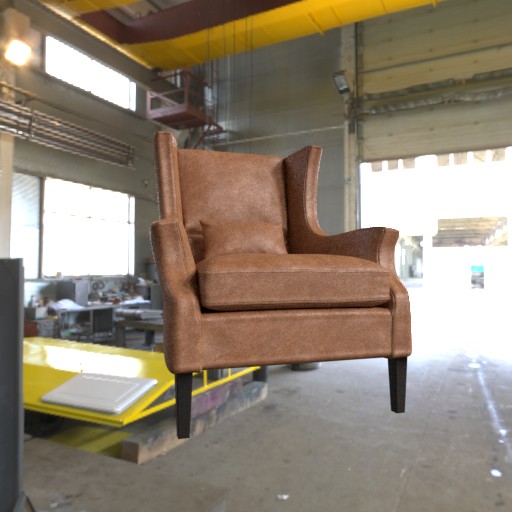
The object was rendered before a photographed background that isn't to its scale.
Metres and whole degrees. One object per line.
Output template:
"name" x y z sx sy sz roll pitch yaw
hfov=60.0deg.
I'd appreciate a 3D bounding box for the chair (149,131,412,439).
"chair" 0.000 0.000 1.725 0.853 1.016 0.926 1 -2 -18
